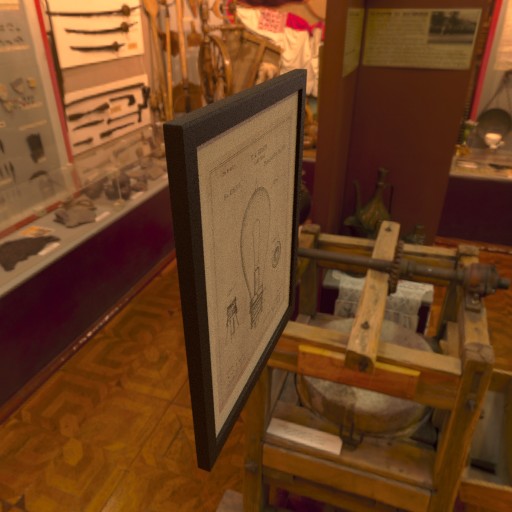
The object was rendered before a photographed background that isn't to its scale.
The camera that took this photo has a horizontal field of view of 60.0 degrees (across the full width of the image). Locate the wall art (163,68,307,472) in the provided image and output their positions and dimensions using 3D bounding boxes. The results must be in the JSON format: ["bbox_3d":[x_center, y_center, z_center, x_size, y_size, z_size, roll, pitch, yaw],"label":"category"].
[{"bbox_3d":[0.000,0.000,0.711,0.021,0.509,0.430,11,31,18],"label":"wall art"}]
